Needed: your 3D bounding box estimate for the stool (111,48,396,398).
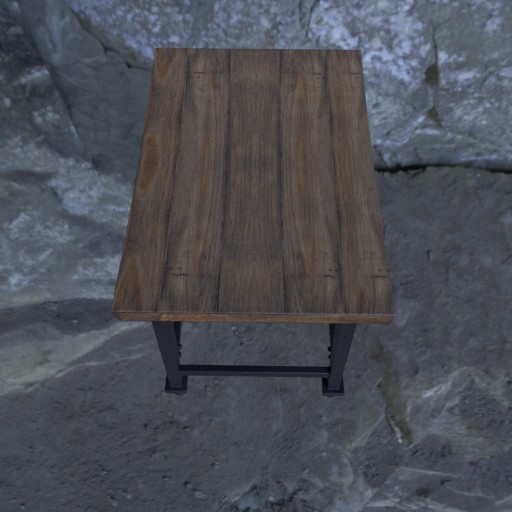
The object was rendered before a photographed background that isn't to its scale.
[{"bbox_3d":[0.000,0.000,0.921,0.405,0.625,0.486,1,63,0],"label":"stool"}]
